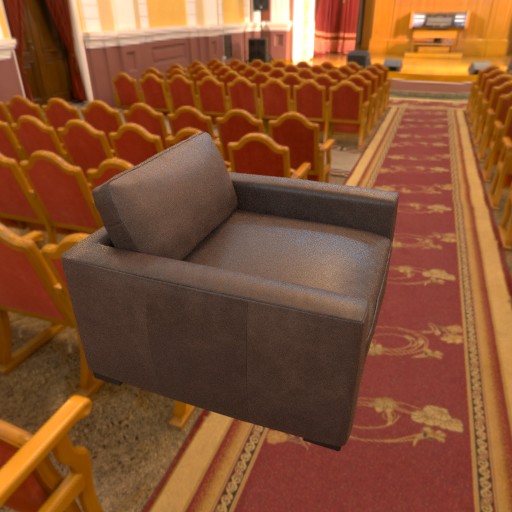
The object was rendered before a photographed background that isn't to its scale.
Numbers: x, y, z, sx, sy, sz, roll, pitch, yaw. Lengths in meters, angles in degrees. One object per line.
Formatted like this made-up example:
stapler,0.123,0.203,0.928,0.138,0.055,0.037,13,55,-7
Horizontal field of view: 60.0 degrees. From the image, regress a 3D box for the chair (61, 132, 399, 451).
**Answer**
chair,0.000,0.000,1.858,1.069,0.812,1.100,10,31,18
